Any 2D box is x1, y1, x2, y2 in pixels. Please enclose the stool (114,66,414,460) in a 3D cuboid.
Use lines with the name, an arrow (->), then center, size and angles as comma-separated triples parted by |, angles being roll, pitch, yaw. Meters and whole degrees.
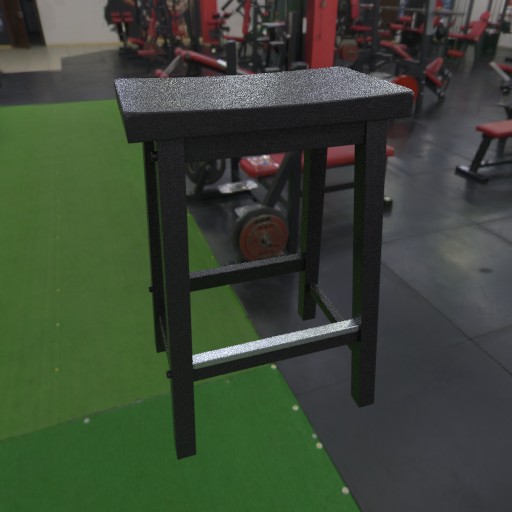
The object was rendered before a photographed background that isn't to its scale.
stool -> 0.000, 0.000, 0.830 | 0.406, 0.610, 0.322 | -10, 33, -15
